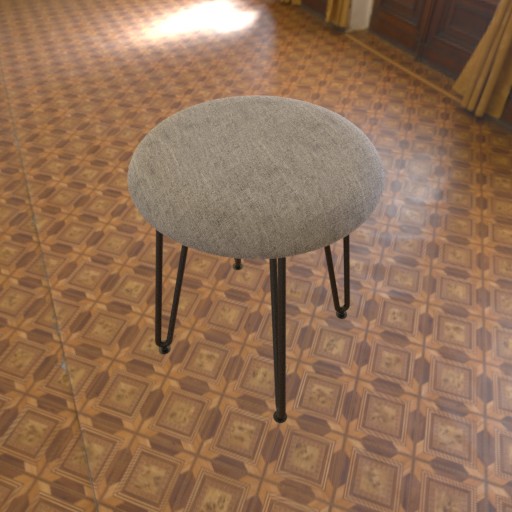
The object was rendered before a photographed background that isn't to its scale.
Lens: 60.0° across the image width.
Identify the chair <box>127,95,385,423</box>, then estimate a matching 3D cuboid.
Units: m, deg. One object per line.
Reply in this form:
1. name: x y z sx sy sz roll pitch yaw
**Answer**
1. chair: 0.000 0.000 0.657 0.350 0.386 0.350 -10 47 -9
